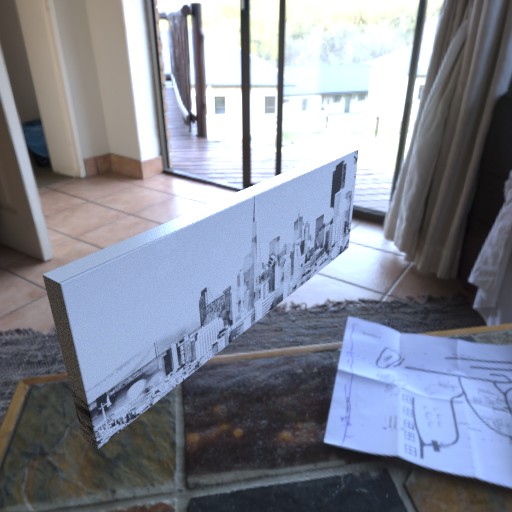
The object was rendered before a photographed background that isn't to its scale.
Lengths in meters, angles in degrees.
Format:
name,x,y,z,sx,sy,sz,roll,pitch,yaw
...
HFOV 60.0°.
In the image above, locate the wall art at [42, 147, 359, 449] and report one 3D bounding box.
name,x,y,z,sx,sy,sz,roll,pitch,yaw
wall art,0.000,0.000,0.821,0.036,0.256,0.766,18,32,32
